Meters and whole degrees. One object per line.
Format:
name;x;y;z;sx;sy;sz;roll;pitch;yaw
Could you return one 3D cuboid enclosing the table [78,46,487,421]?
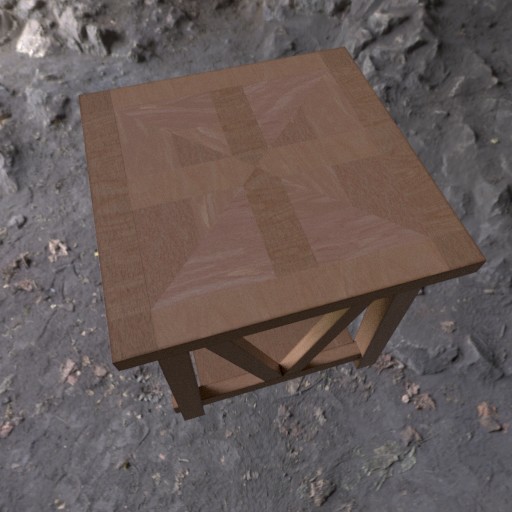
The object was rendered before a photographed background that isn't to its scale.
table;0.000;0.000;1.108;0.612;0.638;0.610;-14;59;-9
